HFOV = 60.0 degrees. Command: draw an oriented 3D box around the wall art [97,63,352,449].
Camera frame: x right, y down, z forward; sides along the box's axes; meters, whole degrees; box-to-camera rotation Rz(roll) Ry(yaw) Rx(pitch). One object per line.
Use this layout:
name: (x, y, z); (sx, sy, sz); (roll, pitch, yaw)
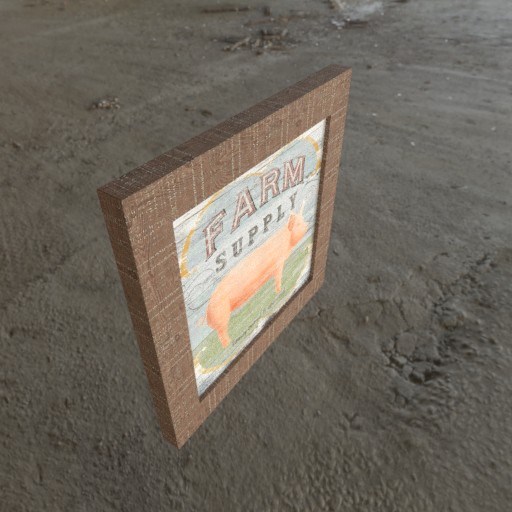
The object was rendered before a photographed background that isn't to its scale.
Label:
wall art: (0.000, 0.000, 0.801); (0.040, 0.531, 0.531); (25, 46, 27)
